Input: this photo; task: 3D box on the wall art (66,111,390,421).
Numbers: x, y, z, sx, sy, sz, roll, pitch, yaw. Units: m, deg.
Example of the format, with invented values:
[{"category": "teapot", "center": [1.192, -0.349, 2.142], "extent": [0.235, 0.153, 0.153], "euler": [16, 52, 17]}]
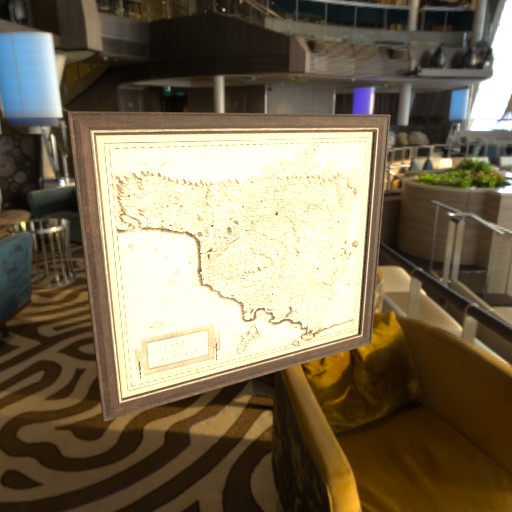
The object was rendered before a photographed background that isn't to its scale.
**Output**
[{"category": "wall art", "center": [0.000, 0.000, 1.428], "extent": [1.033, 0.875, 0.023], "euler": [-9, 19, -27]}]
